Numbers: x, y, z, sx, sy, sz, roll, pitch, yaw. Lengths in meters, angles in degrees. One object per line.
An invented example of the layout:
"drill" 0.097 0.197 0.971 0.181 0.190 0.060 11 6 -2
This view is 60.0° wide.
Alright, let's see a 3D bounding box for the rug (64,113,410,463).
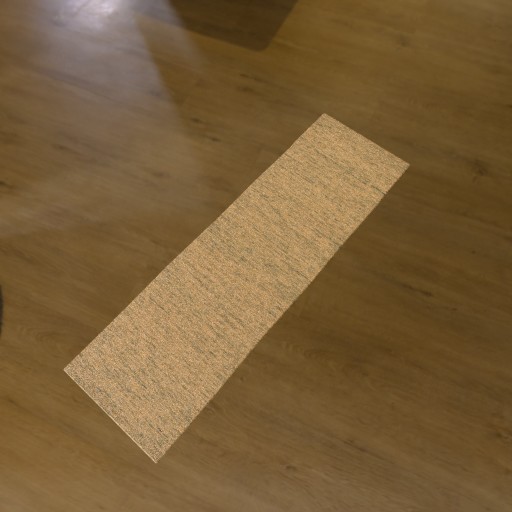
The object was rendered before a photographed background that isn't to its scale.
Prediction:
"rug" 0.000 0.000 2.587 0.700 0.014 2.290 37 70 16
